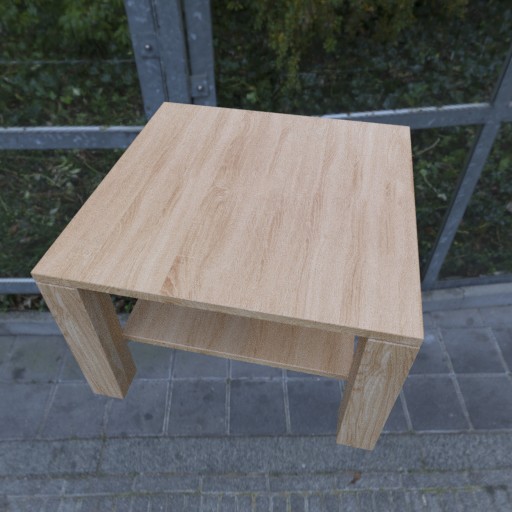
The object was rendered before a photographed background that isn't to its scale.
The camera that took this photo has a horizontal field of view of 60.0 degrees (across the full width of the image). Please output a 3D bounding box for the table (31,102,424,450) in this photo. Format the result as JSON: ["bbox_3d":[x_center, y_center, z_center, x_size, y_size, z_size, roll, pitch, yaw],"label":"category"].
[{"bbox_3d":[0.000,0.000,1.162,0.700,0.450,0.700,9,45,8],"label":"table"}]
